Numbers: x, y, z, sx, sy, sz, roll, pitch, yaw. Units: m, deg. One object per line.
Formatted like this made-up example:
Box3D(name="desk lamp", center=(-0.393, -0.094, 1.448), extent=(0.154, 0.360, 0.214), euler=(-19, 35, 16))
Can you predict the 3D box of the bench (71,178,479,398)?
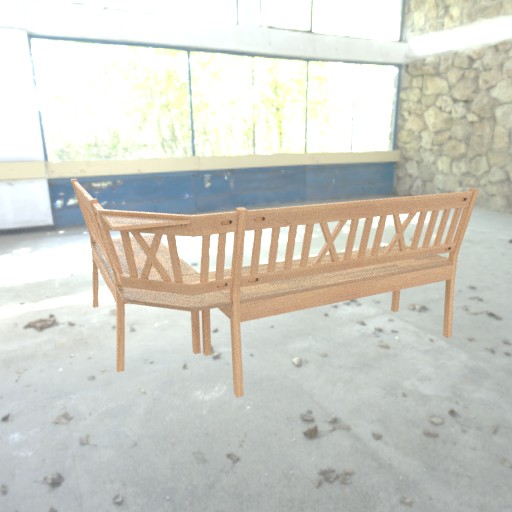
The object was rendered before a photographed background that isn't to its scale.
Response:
Box3D(name="bench", center=(0.000, 0.000, 2.771), extent=(1.937, 0.902, 1.537), euler=(-8, 18, -25))
